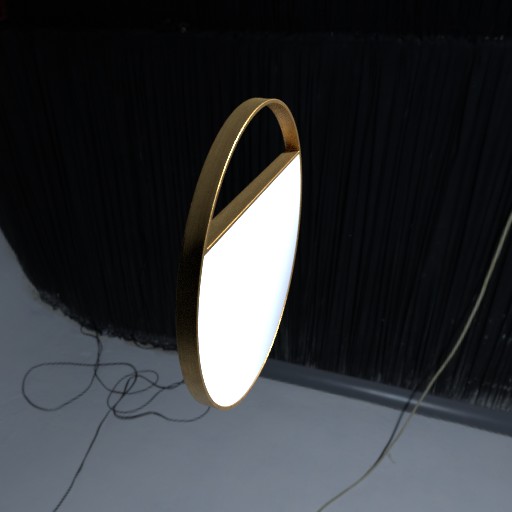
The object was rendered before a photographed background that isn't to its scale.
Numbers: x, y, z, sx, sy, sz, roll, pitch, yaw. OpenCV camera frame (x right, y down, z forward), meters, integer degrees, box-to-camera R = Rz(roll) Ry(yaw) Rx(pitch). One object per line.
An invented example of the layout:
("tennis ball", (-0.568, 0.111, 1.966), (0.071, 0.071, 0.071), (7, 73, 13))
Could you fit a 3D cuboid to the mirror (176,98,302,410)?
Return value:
("mirror", (0.000, 0.000, 0.843), (0.032, 0.565, 0.565), (10, 31, 17))
